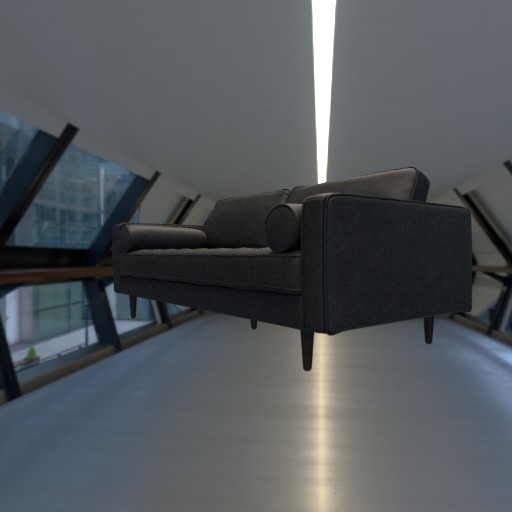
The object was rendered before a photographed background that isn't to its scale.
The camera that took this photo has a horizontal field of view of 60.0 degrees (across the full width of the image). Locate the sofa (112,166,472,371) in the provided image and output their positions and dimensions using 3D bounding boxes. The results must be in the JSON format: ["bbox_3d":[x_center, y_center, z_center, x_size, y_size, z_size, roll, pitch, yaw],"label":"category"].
[{"bbox_3d":[0.000,0.000,2.331,0.921,0.770,1.879,0,0,-37],"label":"sofa"}]
